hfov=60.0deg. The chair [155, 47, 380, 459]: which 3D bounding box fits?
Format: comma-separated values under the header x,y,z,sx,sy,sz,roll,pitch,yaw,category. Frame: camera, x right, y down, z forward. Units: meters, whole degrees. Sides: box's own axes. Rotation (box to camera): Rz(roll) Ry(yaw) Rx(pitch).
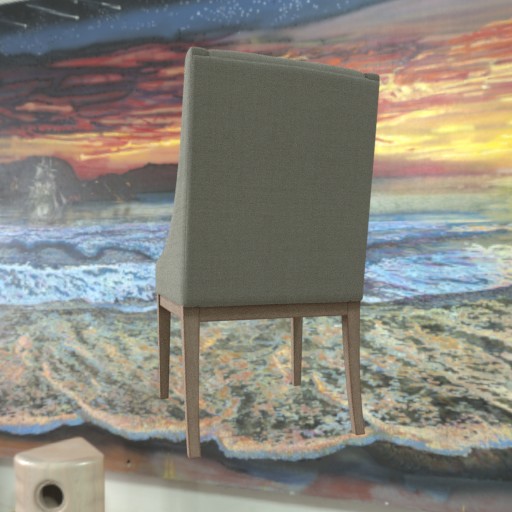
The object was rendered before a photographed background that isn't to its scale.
x,y,z,sx,sy,sz,roll,pitch,yaw,category
0.000,0.000,1.417,0.575,1.021,0.611,0,0,-18,chair
